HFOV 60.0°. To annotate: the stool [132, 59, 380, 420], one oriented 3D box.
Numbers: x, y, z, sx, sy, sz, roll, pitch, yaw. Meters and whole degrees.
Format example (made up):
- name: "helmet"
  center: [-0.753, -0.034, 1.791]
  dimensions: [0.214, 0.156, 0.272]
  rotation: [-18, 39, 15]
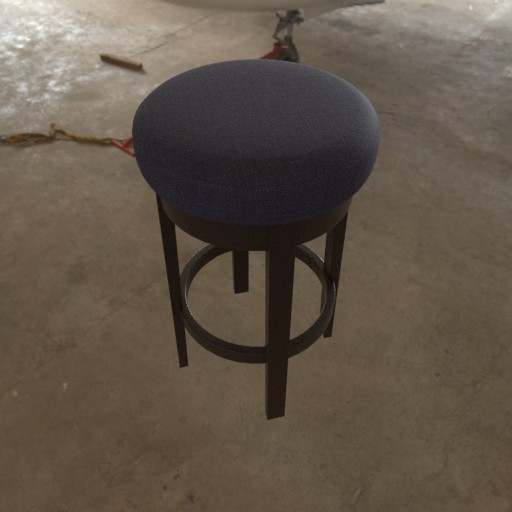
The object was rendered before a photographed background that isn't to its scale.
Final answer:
- name: "stool"
  center: [0.000, 0.000, 1.016]
  dimensions: [0.446, 0.758, 0.446]
  rotation: [0, 46, 0]
